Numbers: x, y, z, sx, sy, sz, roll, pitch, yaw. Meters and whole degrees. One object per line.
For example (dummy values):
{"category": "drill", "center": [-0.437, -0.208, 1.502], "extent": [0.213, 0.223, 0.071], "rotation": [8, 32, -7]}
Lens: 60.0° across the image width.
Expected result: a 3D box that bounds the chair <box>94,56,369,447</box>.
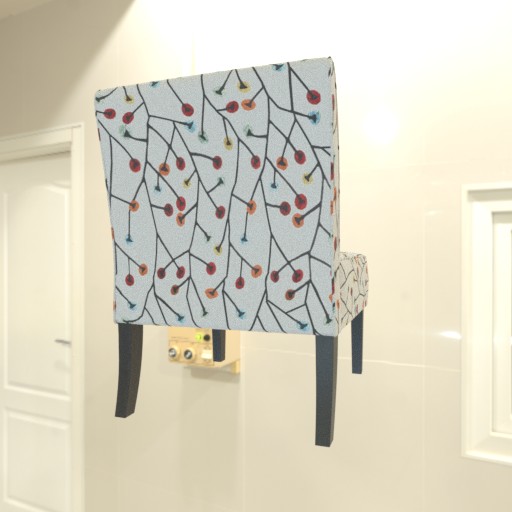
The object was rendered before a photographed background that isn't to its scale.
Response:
{"category": "chair", "center": [0.000, 0.000, 1.311], "extent": [0.597, 0.813, 0.732], "rotation": [0, 0, 19]}
